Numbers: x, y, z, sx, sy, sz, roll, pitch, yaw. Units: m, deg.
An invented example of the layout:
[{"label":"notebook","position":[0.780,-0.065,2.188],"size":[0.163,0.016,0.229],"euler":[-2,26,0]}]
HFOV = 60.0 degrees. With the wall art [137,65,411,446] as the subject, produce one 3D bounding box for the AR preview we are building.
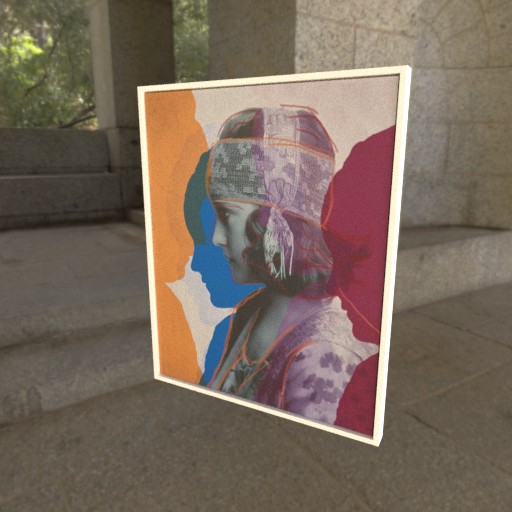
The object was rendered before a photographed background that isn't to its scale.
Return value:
[{"label":"wall art","position":[0.000,0.000,0.732],"size":[0.443,0.549,0.030],"euler":[7,16,27]}]
